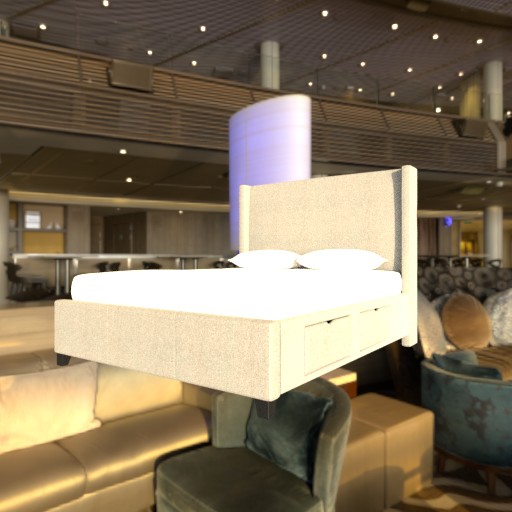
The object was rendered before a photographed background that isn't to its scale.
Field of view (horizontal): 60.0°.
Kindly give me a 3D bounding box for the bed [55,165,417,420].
[{"bbox_3d":[0.000,0.000,3.370,1.774,1.491,2.222,0,0,36],"label":"bed"}]
